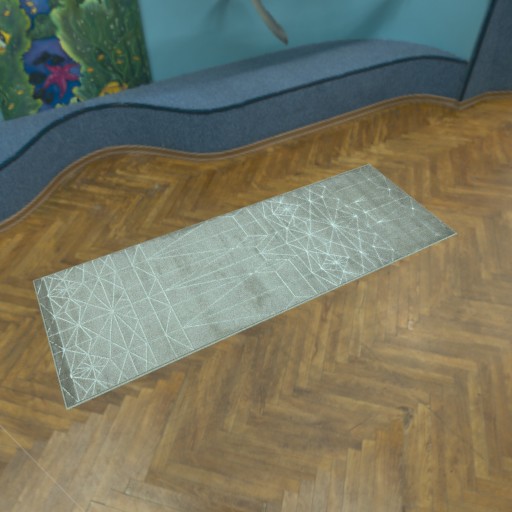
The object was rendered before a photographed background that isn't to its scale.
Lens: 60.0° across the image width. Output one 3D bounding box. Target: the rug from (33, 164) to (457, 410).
[{"bbox_3d":[0.000,0.000,2.629,2.388,0.012,0.864,-21,50,-20],"label":"rug"}]
